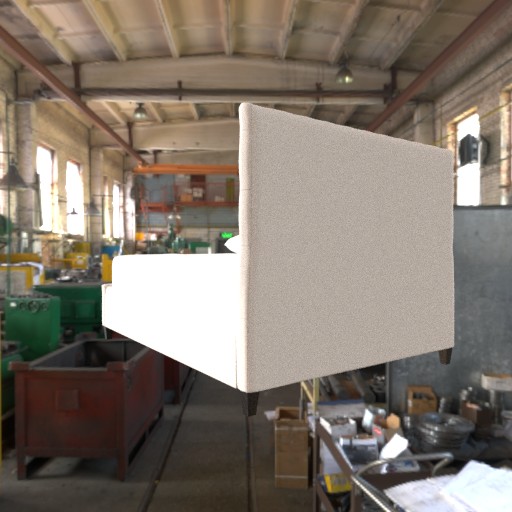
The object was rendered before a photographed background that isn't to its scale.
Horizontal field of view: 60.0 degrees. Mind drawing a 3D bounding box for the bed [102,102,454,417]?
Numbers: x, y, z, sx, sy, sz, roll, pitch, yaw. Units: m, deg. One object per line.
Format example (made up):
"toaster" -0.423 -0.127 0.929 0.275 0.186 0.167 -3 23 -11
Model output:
"bed" 0.000 0.000 3.365 1.696 1.426 2.233 -1 1 -35
